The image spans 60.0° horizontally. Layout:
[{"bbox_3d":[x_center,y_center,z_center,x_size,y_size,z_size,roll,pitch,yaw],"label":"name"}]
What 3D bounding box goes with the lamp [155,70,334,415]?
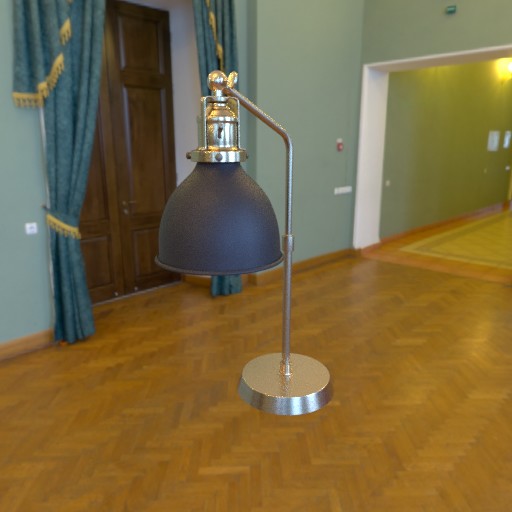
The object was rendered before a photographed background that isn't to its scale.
[{"bbox_3d":[0.000,0.000,0.603,0.160,0.456,0.291,13,19,41],"label":"lamp"}]
